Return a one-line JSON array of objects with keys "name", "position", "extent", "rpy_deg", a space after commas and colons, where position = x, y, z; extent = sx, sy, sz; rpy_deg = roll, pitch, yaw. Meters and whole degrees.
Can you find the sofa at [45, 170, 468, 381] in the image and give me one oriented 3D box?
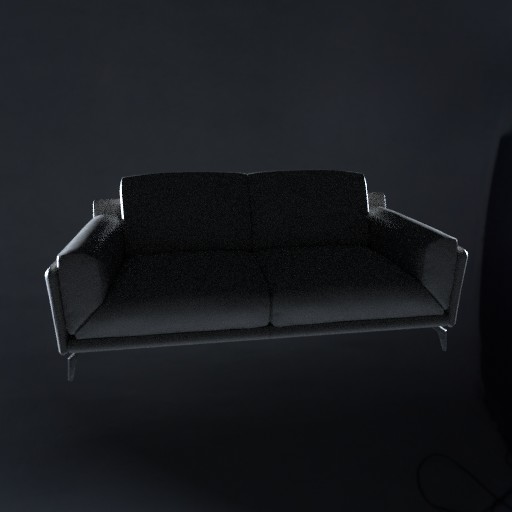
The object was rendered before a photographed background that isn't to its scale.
[{"name": "sofa", "position": [0.000, 0.000, 2.664], "extent": [2.101, 0.930, 1.049], "rpy_deg": [-3, 17, -8]}]
